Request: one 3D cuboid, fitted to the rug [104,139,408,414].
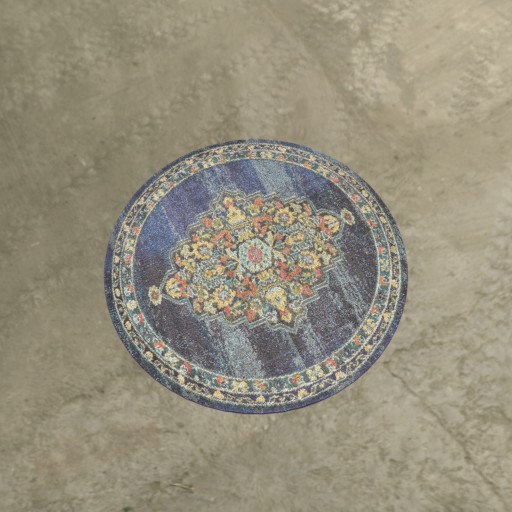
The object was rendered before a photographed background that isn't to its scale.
[{"bbox_3d":[0.000,0.000,3.517,2.386,0.014,2.386,0,63,0],"label":"rug"}]
